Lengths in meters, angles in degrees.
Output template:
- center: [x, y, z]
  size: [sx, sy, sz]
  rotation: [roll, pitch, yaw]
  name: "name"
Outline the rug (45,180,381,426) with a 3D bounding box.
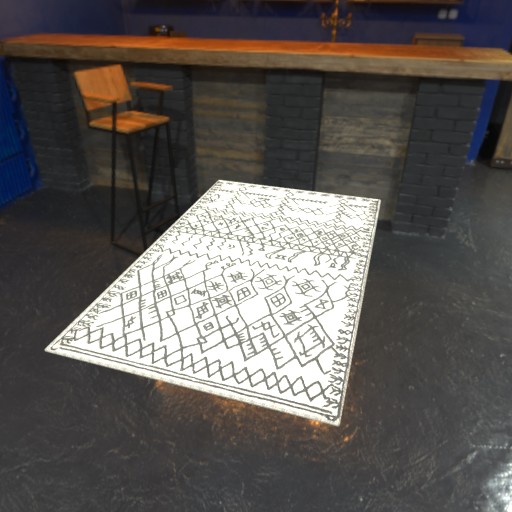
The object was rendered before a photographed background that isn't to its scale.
- center: [0.000, 0.000, 3.090]
  size: [1.526, 0.012, 2.444]
  rotation: [9, 33, 15]
  name: "rug"
